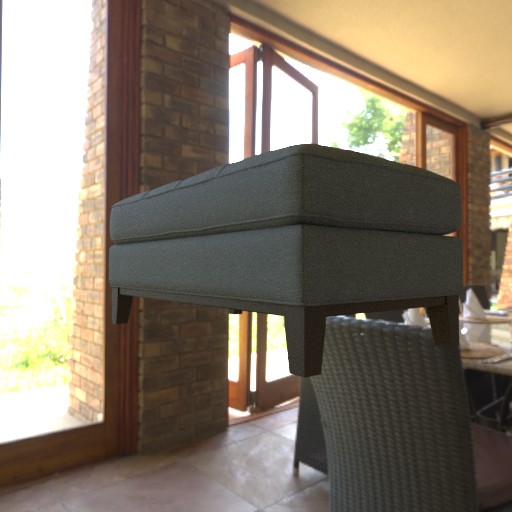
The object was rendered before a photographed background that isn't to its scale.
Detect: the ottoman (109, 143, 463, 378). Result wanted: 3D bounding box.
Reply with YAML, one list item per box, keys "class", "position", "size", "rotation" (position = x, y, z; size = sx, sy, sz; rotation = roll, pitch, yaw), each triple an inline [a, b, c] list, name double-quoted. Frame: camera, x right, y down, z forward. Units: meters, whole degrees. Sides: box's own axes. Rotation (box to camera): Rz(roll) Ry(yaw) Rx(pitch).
- class: "ottoman"
  position: [0.000, 0.000, 1.501]
  size: [0.648, 0.514, 1.143]
  rotation: [1, -2, -38]
